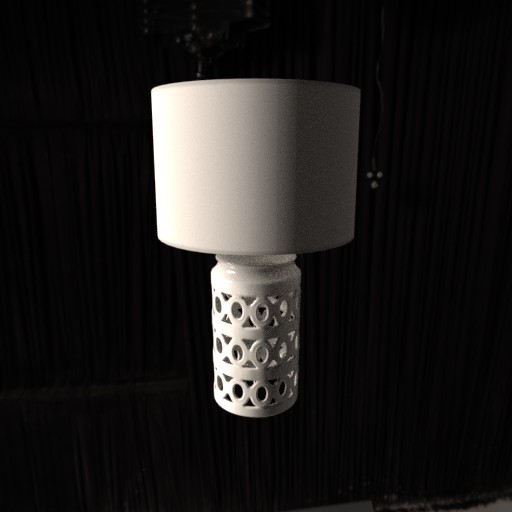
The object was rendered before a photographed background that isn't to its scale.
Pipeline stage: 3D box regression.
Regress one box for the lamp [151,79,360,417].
[{"bbox_3d":[0.000,0.000,0.725,0.310,0.502,0.310,0,14,0],"label":"lamp"}]
